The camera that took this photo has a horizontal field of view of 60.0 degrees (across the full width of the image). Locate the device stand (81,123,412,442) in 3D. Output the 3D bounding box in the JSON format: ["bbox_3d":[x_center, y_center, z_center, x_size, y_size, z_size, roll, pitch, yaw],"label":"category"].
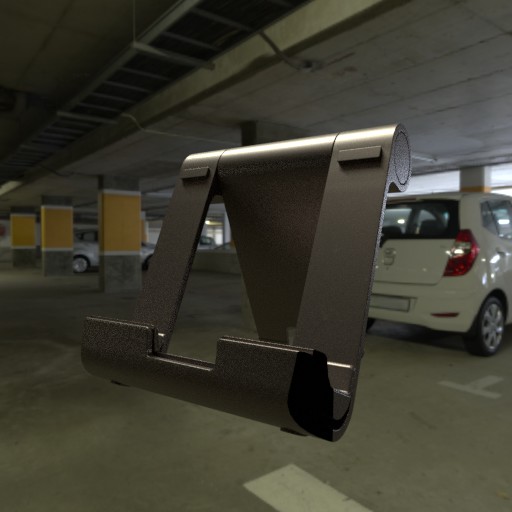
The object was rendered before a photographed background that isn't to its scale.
[{"bbox_3d":[0.000,0.000,0.151,0.088,0.084,0.079,1,2,34],"label":"device stand"}]
